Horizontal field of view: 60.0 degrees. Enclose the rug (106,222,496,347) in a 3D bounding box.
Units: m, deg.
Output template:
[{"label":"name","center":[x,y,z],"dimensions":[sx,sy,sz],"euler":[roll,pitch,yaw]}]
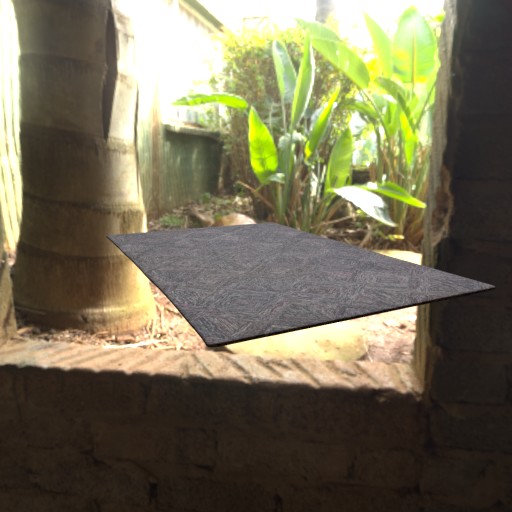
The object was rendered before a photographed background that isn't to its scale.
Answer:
[{"label":"rug","center":[0.000,0.000,2.163],"dimensions":[1.158,0.013,1.752],"euler":[-7,15,-26]}]
